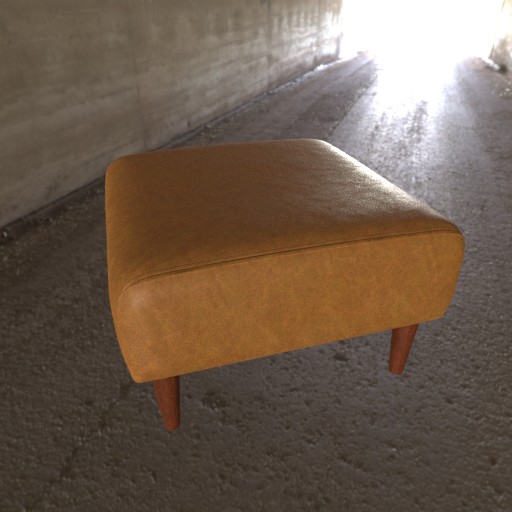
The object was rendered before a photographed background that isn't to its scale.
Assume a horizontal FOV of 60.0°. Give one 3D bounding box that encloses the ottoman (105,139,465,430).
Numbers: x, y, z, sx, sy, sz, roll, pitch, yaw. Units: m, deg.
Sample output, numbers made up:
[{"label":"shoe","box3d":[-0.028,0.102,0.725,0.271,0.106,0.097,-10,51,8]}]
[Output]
[{"label":"ottoman","box3d":[0.000,0.000,1.058,0.650,0.399,0.650,-9,31,-15]}]
